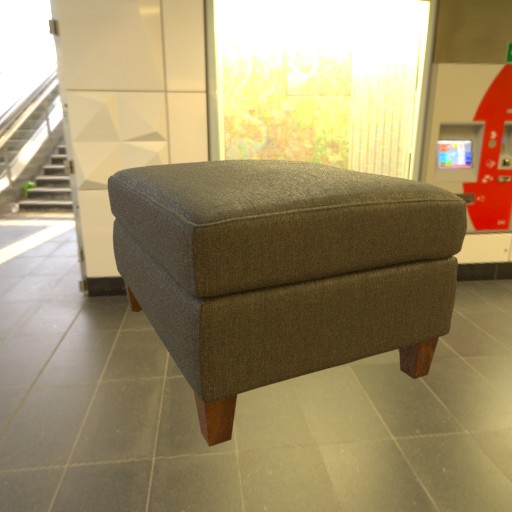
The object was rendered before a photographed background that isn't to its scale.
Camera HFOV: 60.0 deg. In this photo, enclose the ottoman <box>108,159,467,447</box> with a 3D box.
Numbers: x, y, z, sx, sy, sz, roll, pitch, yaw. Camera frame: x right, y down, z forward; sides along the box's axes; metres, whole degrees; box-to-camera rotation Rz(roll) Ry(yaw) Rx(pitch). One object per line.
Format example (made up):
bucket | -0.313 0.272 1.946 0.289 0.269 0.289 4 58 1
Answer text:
ottoman | 0.000 0.000 1.196 0.639 0.496 0.826 -8 18 -25
